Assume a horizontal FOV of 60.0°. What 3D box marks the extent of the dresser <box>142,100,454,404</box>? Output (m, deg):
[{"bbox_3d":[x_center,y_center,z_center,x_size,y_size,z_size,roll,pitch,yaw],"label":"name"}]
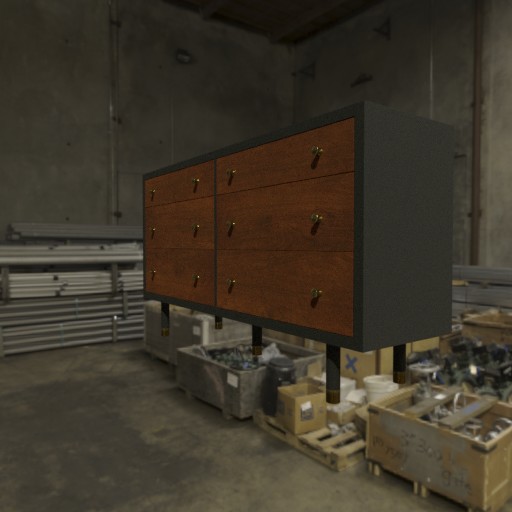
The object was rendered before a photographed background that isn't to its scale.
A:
[{"bbox_3d":[0.000,0.000,1.948,0.463,0.872,1.558,-1,2,-36],"label":"dresser"}]
